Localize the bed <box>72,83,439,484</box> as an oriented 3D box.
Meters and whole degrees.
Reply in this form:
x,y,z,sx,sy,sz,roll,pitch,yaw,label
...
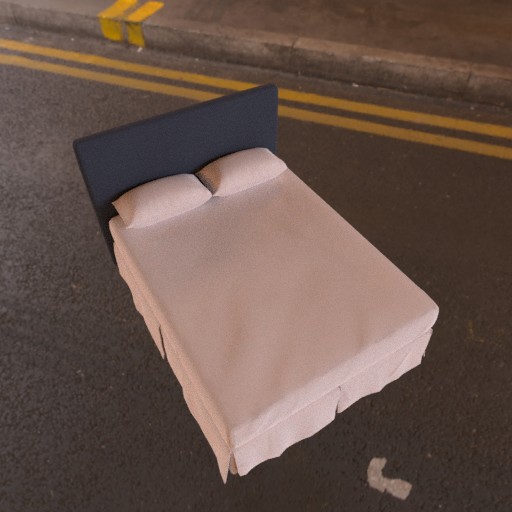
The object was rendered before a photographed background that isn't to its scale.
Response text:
x,y,z,sx,sy,sz,roll,pitch,yaw,label
0.000,0.000,3.173,1.713,1.330,2.162,-24,52,-21,bed
